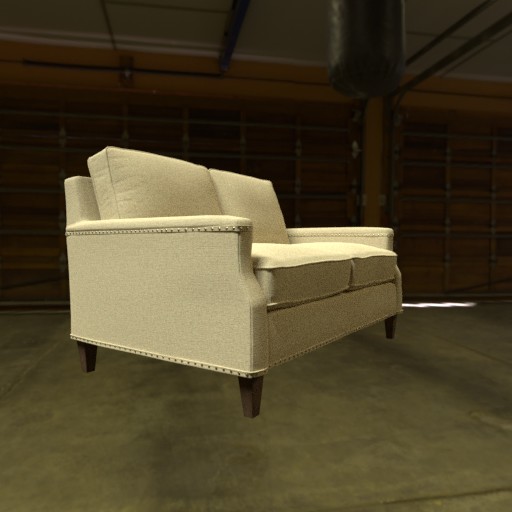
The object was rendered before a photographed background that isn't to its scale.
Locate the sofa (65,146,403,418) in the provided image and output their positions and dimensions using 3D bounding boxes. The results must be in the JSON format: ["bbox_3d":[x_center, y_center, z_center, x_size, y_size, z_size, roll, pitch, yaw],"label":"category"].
[{"bbox_3d":[0.000,0.000,2.308,1.084,1.003,1.597,1,2,35],"label":"sofa"}]
